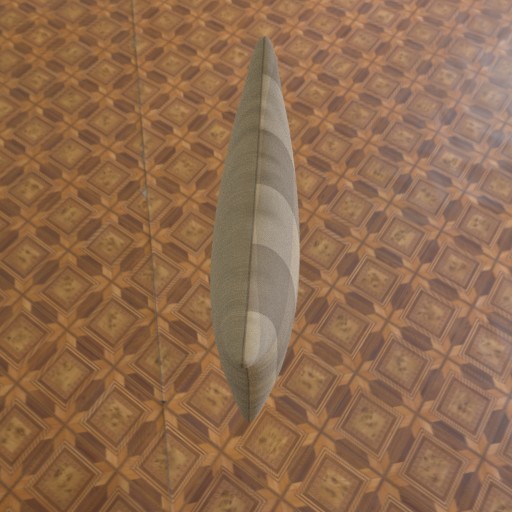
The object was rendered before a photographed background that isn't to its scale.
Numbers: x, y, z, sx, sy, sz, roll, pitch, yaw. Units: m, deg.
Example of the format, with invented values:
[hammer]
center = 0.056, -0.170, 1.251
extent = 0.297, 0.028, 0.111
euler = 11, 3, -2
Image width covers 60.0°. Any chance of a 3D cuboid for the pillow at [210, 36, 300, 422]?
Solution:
[pillow]
center = 0.000, 0.000, 0.795
extent = 0.161, 0.509, 0.511
euler = 3, 63, 1
